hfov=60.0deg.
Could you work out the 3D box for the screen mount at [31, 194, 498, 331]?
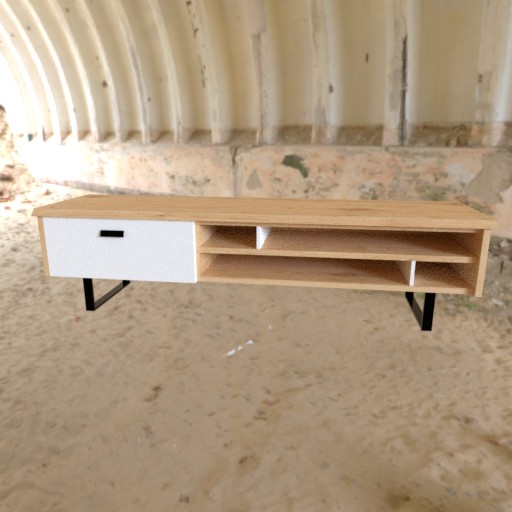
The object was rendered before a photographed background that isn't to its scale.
[{"bbox_3d":[0.000,0.000,1.865,1.700,0.430,0.450,2,16,8],"label":"screen mount"}]
